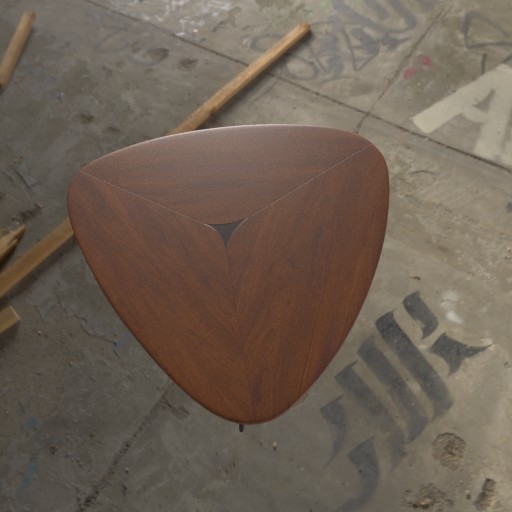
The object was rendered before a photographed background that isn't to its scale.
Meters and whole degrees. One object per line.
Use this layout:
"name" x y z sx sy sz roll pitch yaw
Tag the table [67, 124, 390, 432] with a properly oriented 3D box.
"table" 0.000 0.000 1.298 0.821 0.413 0.833 -33 65 -18
